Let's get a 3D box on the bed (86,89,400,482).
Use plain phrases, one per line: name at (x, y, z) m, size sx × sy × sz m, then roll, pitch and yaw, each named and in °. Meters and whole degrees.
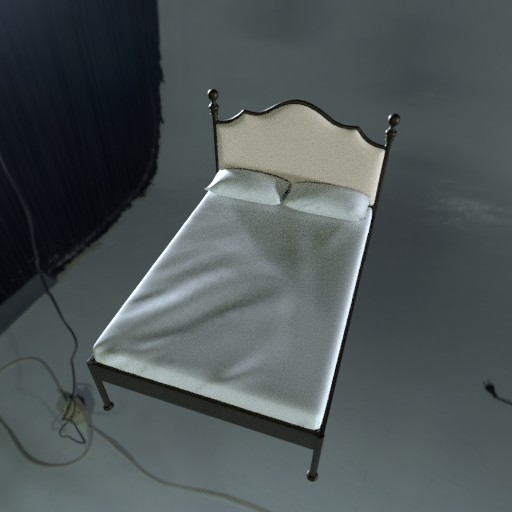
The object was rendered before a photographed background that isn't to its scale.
bed at (0.000, 0.000, 3.164) m, size 1.533 × 1.462 × 2.170 m, roll 13°, pitch 43°, yaw 14°
